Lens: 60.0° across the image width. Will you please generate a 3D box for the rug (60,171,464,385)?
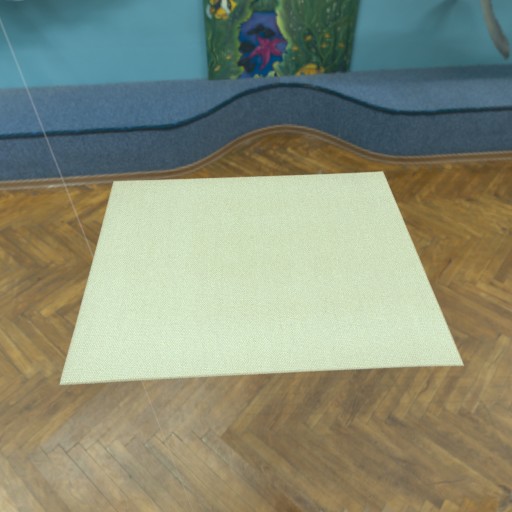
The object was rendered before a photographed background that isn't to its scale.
[{"bbox_3d":[0.000,0.000,4.149,3.039,0.018,2.462,-2,47,-2],"label":"rug"}]
